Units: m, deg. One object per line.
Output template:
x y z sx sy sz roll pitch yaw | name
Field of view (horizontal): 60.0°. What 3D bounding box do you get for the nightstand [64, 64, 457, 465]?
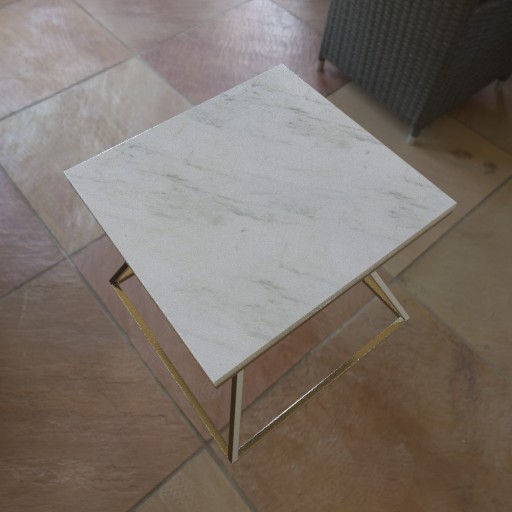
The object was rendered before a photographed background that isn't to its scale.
0.000 0.000 0.889 0.513 0.426 0.514 -33 64 -18 | nightstand
